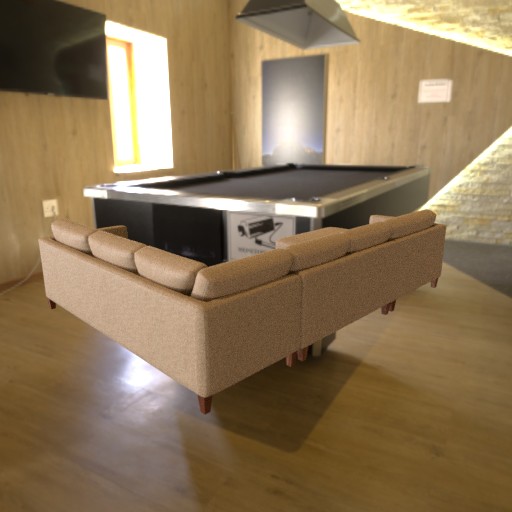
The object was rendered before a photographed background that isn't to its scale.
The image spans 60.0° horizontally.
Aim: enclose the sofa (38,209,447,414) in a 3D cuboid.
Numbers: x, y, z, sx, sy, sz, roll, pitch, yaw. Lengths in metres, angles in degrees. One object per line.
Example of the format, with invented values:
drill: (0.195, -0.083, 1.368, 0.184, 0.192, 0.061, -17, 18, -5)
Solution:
sofa: (0.000, 0.000, 4.566, 2.551, 0.889, 3.403, 15, 21, 43)
